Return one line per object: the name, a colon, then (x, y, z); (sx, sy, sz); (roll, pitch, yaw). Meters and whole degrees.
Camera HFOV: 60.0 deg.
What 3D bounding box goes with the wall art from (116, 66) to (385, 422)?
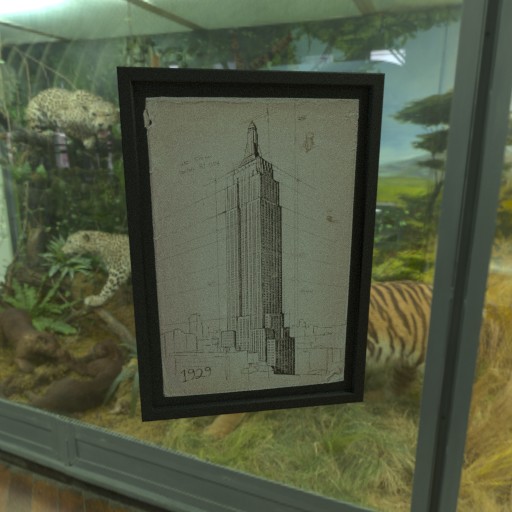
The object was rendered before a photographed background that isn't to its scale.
wall art: (0.000, 0.000, 0.554); (0.303, 0.431, 0.013); (-2, 14, -9)
